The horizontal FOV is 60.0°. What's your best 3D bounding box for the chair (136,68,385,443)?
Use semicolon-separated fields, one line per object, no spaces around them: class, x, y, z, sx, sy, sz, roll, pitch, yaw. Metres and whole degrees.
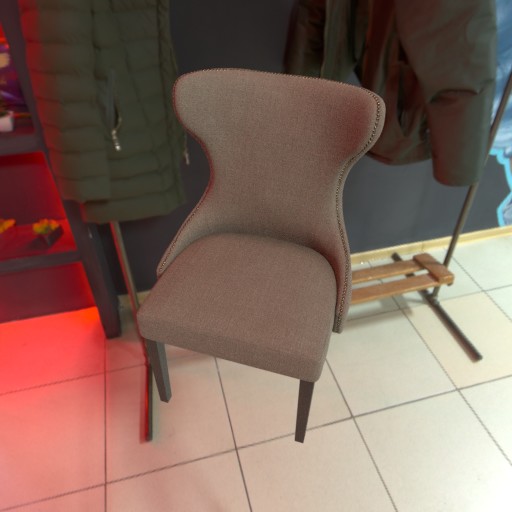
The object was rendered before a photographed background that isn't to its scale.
chair;0.000;0.000;1.404;0.628;0.967;0.635;12;42;13
